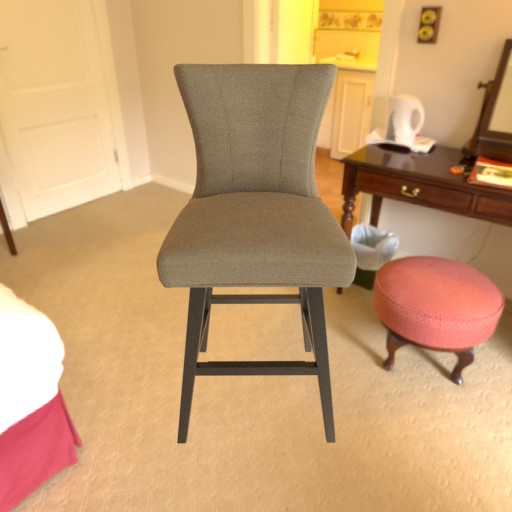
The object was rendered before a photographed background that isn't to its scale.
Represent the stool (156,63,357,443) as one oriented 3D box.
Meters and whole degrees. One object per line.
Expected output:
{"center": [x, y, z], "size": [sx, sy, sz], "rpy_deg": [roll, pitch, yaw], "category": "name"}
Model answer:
{"center": [0.000, 0.000, 1.414], "size": [0.514, 1.086, 0.574], "rpy_deg": [0, 29, 0], "category": "stool"}
